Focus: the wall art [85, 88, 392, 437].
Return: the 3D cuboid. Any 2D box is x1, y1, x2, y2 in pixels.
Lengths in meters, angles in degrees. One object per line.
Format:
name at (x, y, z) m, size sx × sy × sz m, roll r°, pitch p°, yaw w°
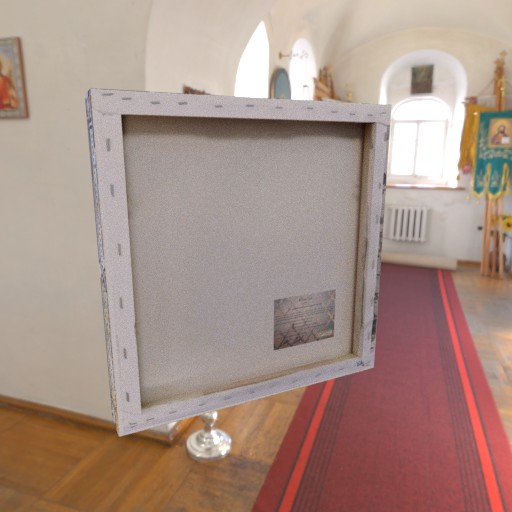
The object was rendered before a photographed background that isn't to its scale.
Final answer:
wall art at (0.000, 0.000, 0.456) m, size 0.302 × 0.306 × 0.038 m, roll -7°, pitch 15°, yaw -25°
